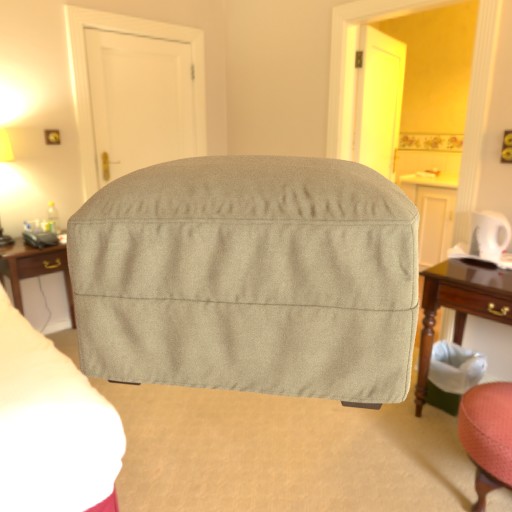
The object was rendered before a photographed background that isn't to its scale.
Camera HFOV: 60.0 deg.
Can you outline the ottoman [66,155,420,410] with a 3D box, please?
[{"bbox_3d":[0.000,0.000,1.084,0.712,0.480,0.584,3,16,10],"label":"ottoman"}]
